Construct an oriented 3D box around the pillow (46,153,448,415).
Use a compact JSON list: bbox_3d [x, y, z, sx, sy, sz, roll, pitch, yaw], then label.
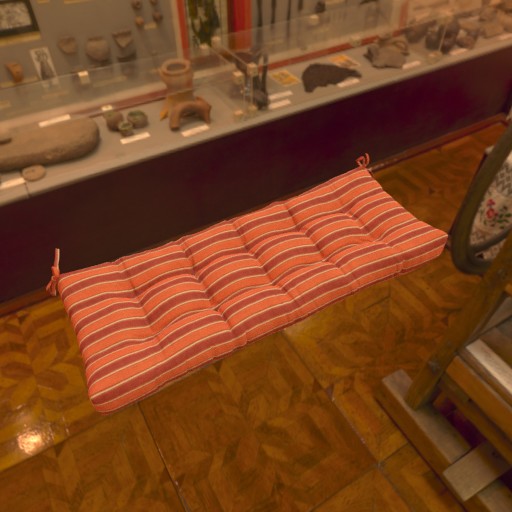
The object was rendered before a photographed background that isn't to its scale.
[{"bbox_3d":[0.000,0.000,1.366,1.194,0.174,0.511,-22,51,-19],"label":"pillow"}]
